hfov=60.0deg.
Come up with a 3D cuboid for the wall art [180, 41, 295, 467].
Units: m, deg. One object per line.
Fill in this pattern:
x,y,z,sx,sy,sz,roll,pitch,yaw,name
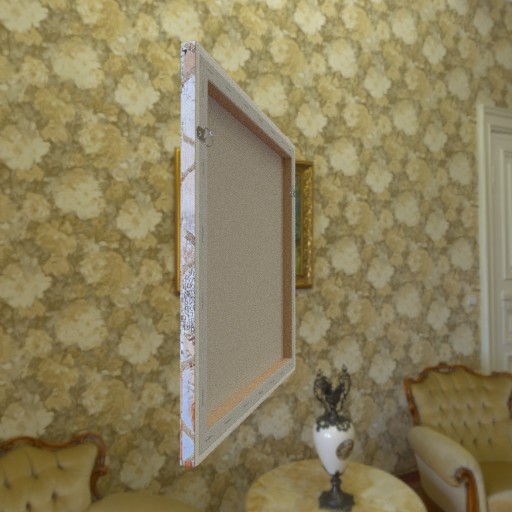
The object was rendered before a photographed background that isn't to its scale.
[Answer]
0.000,0.000,1.378,0.039,0.914,0.912,0,-1,18,wall art
